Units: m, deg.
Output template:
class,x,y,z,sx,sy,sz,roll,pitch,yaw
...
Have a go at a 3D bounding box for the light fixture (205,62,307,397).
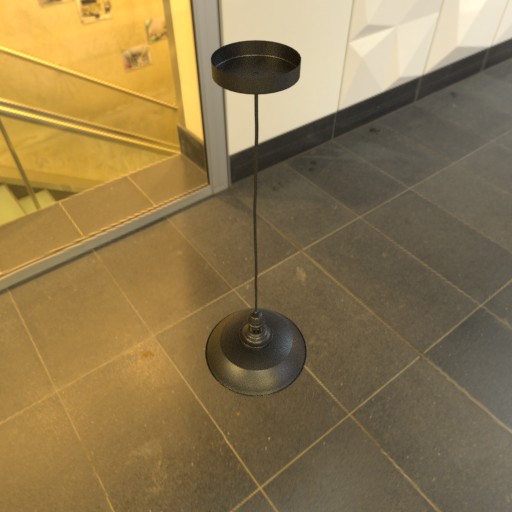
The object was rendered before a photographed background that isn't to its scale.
class,x,y,z,sx,sy,sz,roll,pitch,yaw
light fixture,0.000,0.000,1.125,0.331,0.993,0.331,25,52,22
